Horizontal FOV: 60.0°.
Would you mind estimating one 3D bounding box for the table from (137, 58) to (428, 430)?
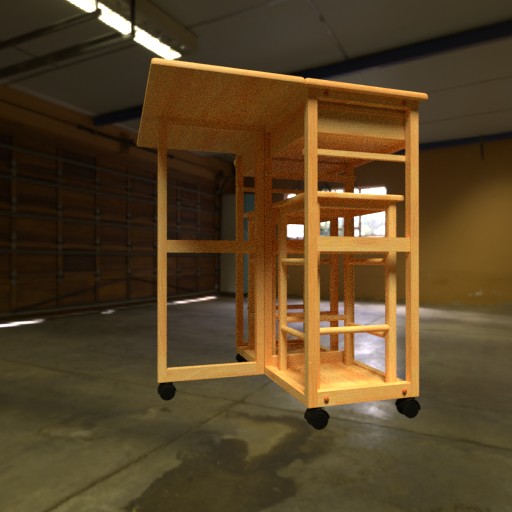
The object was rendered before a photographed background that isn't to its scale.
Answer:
[{"bbox_3d":[0.000,0.000,1.387,0.693,0.832,0.752,0,0,-17],"label":"table"}]
